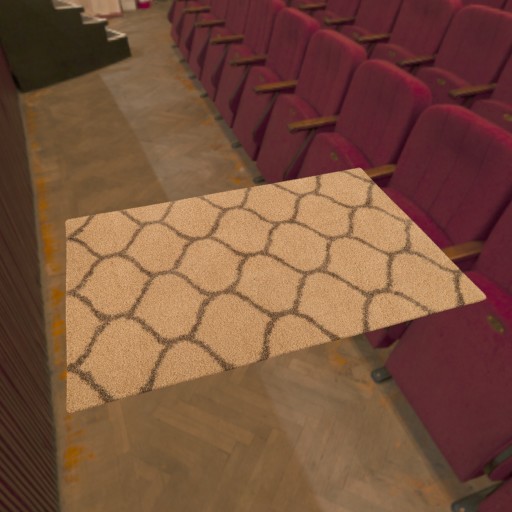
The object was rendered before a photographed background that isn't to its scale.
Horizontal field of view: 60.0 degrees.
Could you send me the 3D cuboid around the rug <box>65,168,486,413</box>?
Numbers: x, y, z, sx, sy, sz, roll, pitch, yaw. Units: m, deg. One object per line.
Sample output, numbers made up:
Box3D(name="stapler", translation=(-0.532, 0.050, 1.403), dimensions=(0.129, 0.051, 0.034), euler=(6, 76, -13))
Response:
Box3D(name="rug", translation=(0.000, 0.000, 3.310), dimensions=(2.701, 0.026, 1.801), euler=(-12, 43, -13))
